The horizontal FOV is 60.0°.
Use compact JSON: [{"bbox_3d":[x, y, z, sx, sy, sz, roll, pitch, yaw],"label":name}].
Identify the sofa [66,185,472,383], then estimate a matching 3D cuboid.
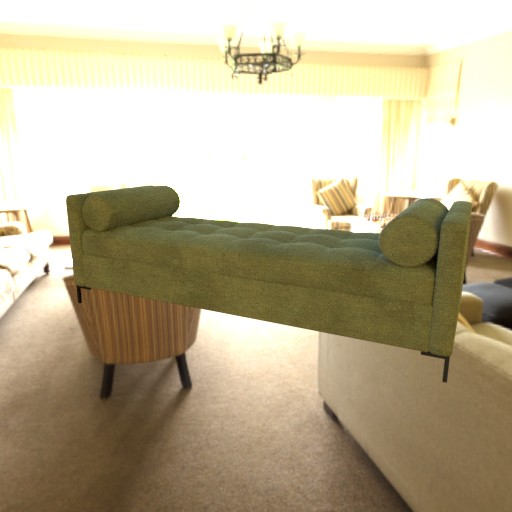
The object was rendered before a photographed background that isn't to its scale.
[{"bbox_3d":[0.000,0.000,2.331,1.981,0.635,0.686,7,16,26],"label":"sofa"}]
